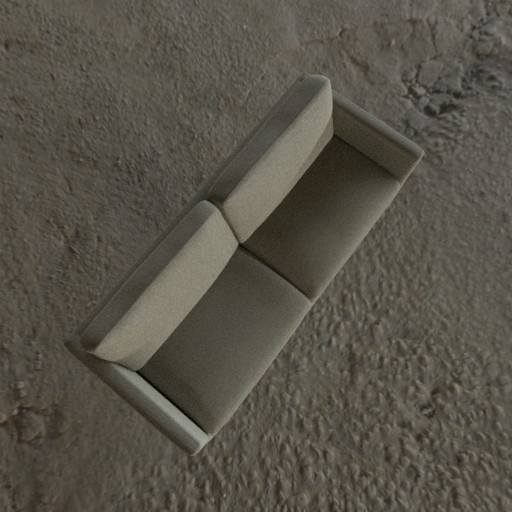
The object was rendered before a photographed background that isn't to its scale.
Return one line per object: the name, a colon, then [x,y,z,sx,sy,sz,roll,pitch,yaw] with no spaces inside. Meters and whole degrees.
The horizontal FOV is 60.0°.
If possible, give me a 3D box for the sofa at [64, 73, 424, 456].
sofa: [0.000,0.000,2.783,0.956,0.960,2.208,37,78,10]
